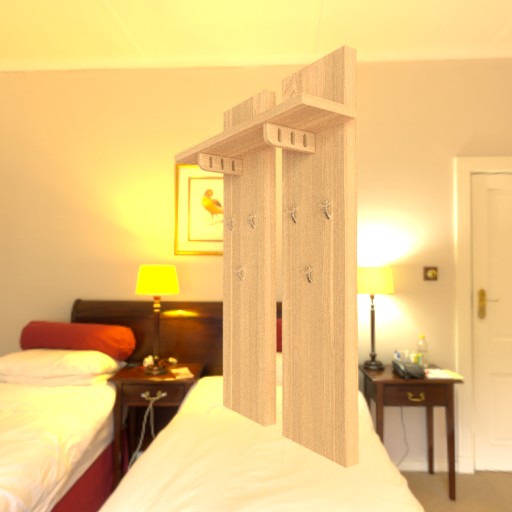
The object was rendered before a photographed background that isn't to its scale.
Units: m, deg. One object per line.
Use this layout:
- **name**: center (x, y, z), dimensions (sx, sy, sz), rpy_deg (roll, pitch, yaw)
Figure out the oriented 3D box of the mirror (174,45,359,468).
- **mirror**: center (0.000, 0.000, 1.554), dimensions (0.260, 1.250, 0.800), rpy_deg (1, -2, -35)
